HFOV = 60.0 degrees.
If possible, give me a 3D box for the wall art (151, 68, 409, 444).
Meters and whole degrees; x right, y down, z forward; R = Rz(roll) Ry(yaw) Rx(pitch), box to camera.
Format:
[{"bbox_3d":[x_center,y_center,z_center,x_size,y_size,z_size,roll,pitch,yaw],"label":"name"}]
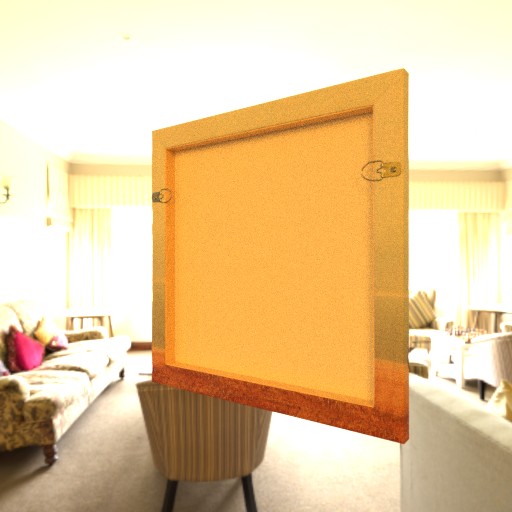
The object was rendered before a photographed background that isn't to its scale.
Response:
[{"bbox_3d":[0.000,0.000,0.899,0.605,0.605,0.034,0,0,36],"label":"wall art"}]
